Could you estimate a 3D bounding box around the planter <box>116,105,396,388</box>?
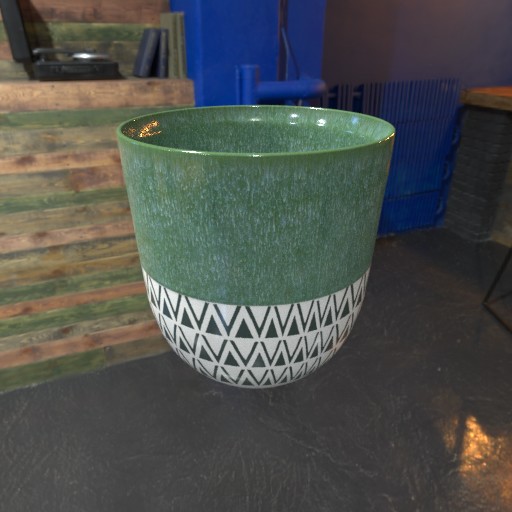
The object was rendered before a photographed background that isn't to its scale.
[{"bbox_3d":[0.000,0.000,0.367,0.195,0.214,0.195,0,26,0],"label":"planter"}]
